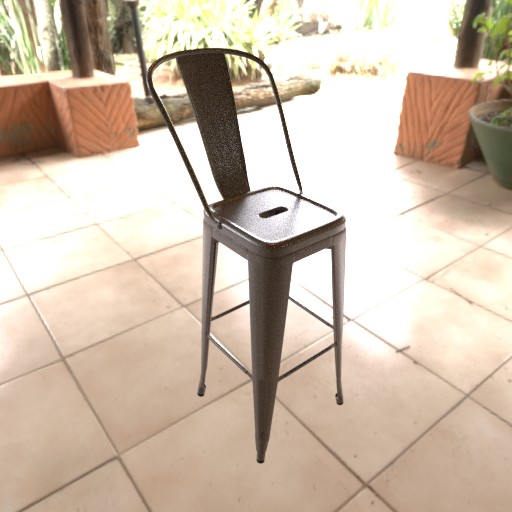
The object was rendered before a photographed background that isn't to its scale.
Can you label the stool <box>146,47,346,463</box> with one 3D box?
[{"bbox_3d":[0.000,0.000,1.330,0.399,1.096,0.513,-22,37,-33],"label":"stool"}]
